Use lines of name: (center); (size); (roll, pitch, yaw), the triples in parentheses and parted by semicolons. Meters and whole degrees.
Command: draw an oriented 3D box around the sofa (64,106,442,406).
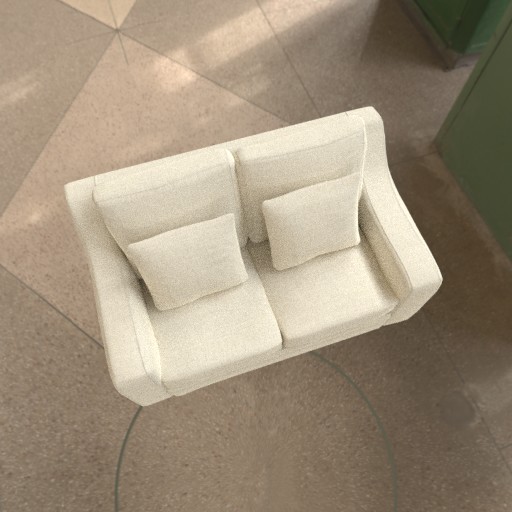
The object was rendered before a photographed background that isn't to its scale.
sofa: (0.000, 0.000, 2.417); (1.744, 1.047, 1.040); (-16, 65, -8)
